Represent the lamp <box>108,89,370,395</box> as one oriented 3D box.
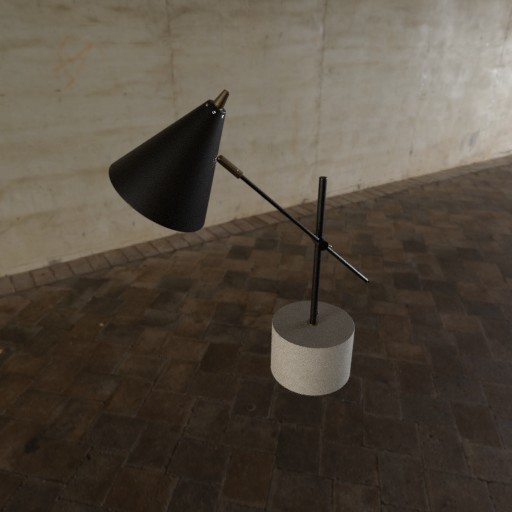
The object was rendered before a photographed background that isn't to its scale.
[{"bbox_3d":[0.000,0.000,0.718,0.403,0.518,0.214,-1,27,-1],"label":"lamp"}]
